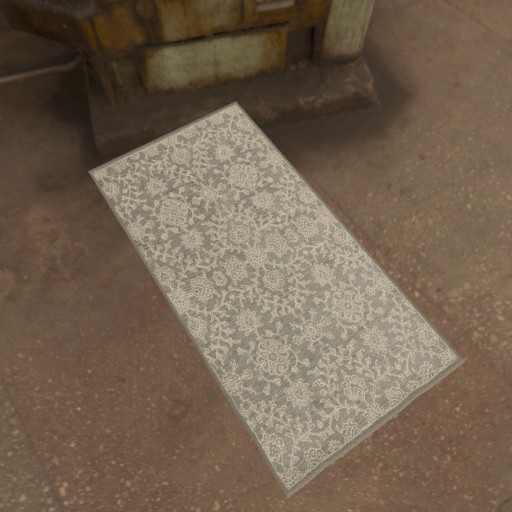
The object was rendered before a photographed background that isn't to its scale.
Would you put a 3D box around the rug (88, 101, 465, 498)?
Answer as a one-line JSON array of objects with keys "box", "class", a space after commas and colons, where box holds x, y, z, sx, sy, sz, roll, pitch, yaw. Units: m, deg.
[{"box": [0.000, 0.000, 3.537, 1.546, 0.011, 3.048, -30, 67, -15], "class": "rug"}]
